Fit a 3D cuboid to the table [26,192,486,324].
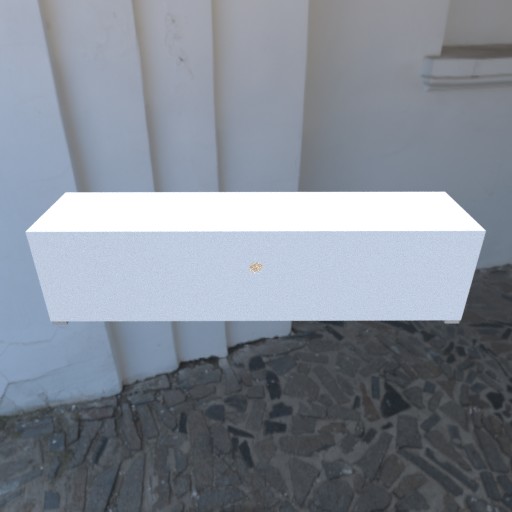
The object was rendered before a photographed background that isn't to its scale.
[{"bbox_3d":[0.000,0.000,1.860,1.650,0.420,0.390,0,29,0],"label":"table"}]
